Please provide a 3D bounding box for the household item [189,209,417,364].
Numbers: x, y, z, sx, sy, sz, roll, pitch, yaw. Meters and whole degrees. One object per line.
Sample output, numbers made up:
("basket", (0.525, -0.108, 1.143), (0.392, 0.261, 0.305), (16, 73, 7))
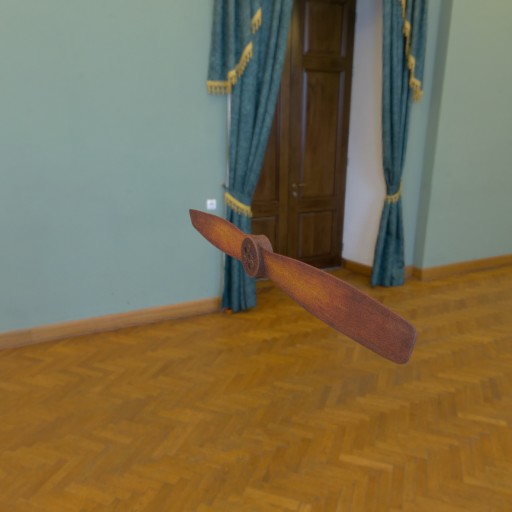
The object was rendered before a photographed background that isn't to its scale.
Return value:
("household item", (0.000, 0.000, 1.236), (0.051, 0.121, 1.181), (-8, 18, -25))
